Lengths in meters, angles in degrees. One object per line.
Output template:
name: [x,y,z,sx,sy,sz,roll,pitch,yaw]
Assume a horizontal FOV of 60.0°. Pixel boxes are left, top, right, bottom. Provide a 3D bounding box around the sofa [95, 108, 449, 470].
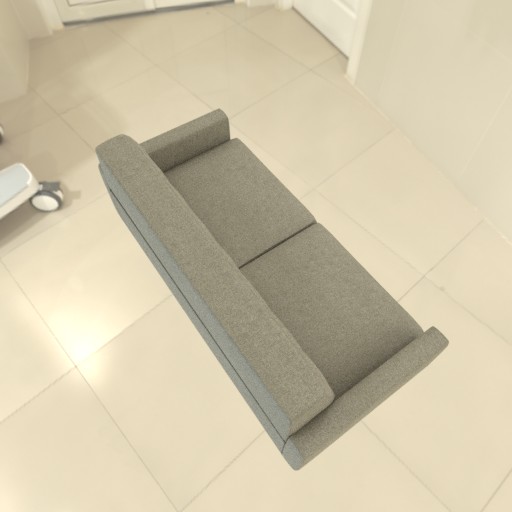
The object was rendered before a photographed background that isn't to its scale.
sofa: [0.000,0.000,2.578,0.968,0.873,2.055,-31,63,-18]
